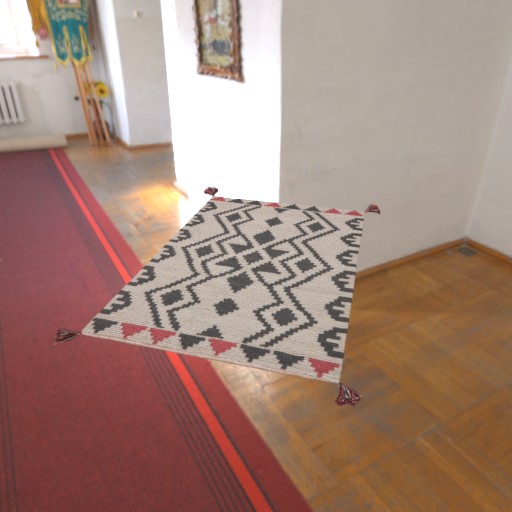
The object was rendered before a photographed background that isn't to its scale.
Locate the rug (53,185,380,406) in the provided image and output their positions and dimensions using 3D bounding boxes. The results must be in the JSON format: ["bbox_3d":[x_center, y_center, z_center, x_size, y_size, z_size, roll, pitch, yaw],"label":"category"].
[{"bbox_3d":[0.000,0.000,2.721,1.444,0.067,2.069,8,30,13],"label":"rug"}]
